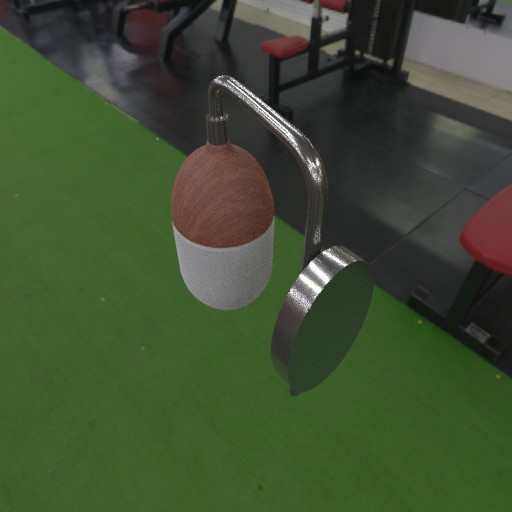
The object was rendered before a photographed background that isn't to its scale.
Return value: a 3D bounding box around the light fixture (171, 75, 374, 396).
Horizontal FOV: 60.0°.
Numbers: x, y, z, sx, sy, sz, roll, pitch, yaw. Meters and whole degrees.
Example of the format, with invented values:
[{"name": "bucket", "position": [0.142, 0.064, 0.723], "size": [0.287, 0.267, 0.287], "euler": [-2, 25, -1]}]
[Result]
[{"name": "light fixture", "position": [0.000, 0.000, 0.450], "size": [0.108, 0.343, 0.216], "euler": [-30, 52, -27]}]
